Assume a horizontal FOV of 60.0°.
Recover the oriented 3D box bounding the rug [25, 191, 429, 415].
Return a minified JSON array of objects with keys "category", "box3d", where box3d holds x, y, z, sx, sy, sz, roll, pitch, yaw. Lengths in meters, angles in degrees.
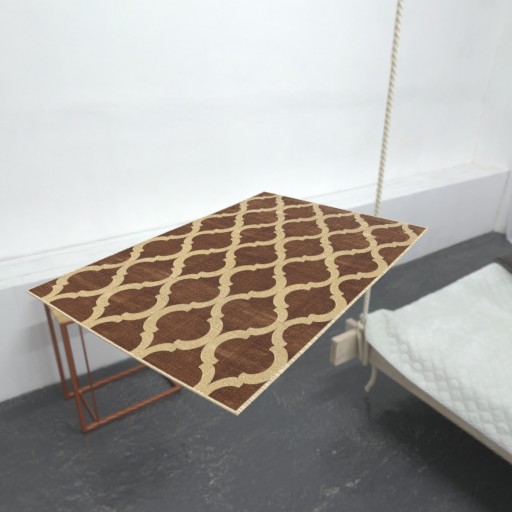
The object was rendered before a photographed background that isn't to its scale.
[{"category":"rug","box3d":[0.000,0.000,2.867,1.522,0.008,2.284,18,31,32]}]
